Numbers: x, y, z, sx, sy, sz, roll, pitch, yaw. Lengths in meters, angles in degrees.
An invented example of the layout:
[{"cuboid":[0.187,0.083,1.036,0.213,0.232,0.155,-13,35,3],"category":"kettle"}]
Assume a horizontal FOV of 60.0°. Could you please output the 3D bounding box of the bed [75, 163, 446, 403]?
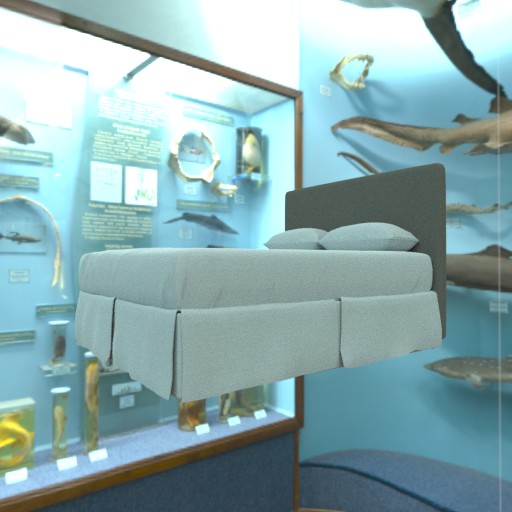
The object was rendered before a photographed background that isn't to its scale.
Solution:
[{"cuboid":[0.000,0.000,3.190,2.142,1.330,1.748,0,-1,-36],"category":"bed"}]
